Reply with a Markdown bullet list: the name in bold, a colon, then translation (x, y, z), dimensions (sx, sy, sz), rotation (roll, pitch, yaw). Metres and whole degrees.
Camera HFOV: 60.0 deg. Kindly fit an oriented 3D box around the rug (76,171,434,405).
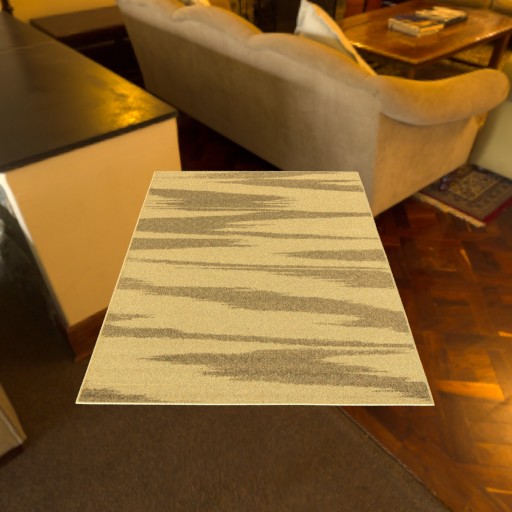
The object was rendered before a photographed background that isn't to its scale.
- **rug**: translation (0.000, 0.000, 3.999), dimensions (2.353, 0.014, 2.945), rotation (0, 41, 0)
